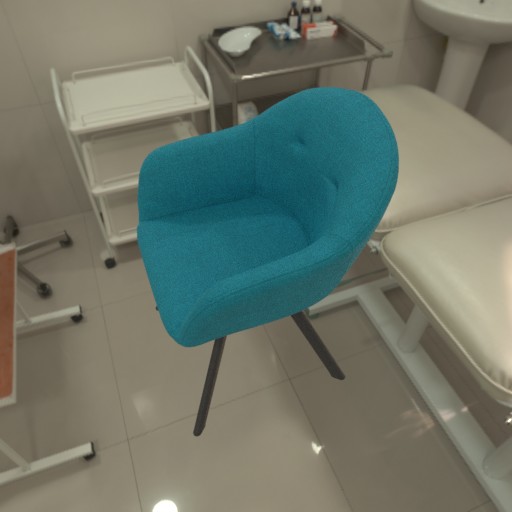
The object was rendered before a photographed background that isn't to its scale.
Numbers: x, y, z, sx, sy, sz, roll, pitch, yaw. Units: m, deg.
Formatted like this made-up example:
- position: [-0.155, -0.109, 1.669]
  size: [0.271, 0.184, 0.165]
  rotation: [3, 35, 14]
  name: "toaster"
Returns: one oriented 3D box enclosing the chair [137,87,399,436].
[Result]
- position: [0.000, 0.000, 1.175]
  size: [0.565, 0.775, 0.545]
  rotation: [-16, 50, -15]
  name: "chair"
